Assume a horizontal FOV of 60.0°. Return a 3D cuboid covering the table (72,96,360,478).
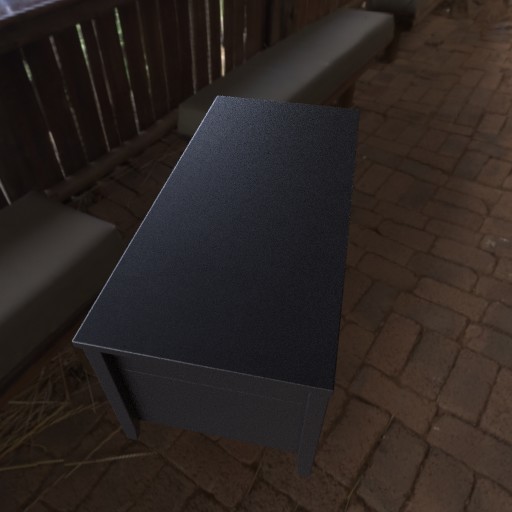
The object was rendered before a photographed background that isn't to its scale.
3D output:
[{"bbox_3d":[0.000,0.000,1.294,0.483,0.457,1.016,8,46,8],"label":"table"}]
